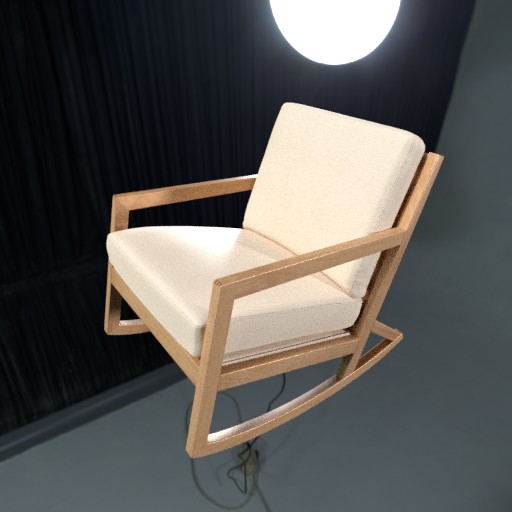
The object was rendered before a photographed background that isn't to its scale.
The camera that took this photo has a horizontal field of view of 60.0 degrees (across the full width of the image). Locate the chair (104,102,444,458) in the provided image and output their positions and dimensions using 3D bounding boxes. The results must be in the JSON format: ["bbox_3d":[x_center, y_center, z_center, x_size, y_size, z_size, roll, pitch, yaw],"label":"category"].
[{"bbox_3d":[0.000,0.000,1.401,0.857,0.790,0.622,-20,36,-31],"label":"chair"}]
